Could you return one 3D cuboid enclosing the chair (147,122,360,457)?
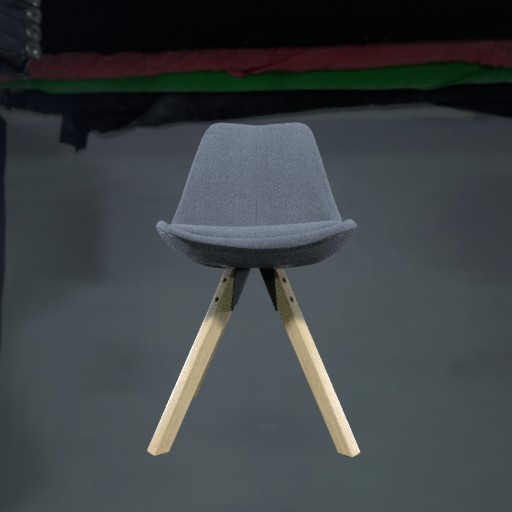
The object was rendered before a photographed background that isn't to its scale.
[{"bbox_3d":[0.000,0.000,1.166,0.485,0.850,0.550,0,0,1],"label":"chair"}]
